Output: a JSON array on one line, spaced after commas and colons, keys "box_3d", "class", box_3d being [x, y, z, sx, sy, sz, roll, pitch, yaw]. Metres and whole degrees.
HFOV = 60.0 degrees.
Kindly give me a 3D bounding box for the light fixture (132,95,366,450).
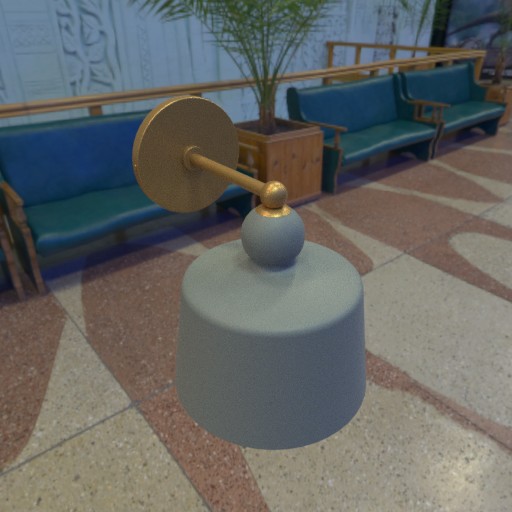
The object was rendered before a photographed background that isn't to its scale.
[{"box_3d": [0.000, 0.000, 0.436, 0.204, 0.268, 0.254, -21, 35, -32], "class": "light fixture"}]
